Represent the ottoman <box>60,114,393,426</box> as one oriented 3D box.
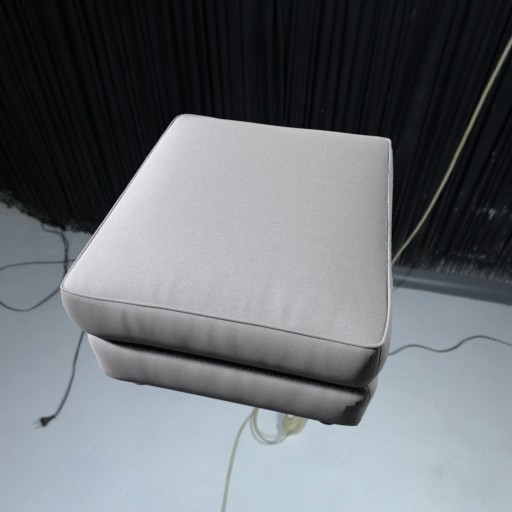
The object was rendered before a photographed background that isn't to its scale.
[{"bbox_3d":[0.000,0.000,1.163,0.662,0.505,0.721,9,47,9],"label":"ottoman"}]
